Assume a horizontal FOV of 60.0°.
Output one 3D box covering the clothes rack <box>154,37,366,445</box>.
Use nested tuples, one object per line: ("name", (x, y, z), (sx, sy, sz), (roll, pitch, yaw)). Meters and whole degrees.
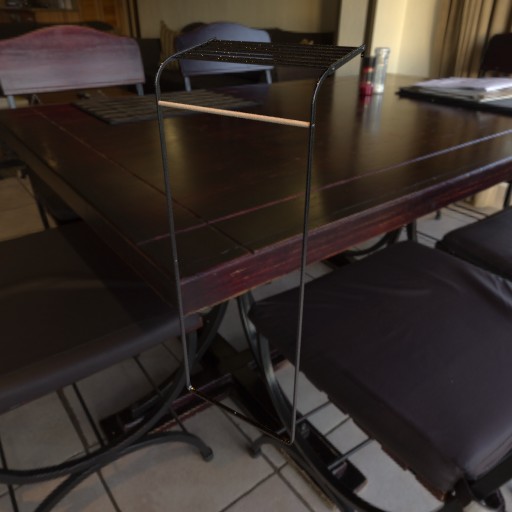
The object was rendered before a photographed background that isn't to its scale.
("clothes rack", (0.000, 0.000, 1.815), (0.609, 1.574, 0.349), (18, 34, 28))
